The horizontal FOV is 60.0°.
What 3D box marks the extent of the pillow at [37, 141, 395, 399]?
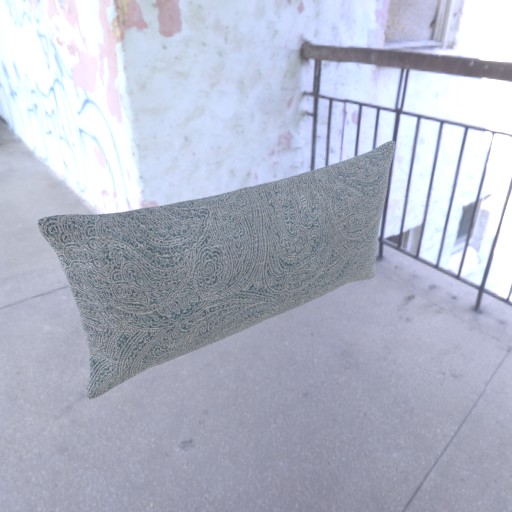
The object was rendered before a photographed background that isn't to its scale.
[{"bbox_3d":[0.000,0.000,0.736,0.615,0.295,0.151,-19,35,-29],"label":"pillow"}]
